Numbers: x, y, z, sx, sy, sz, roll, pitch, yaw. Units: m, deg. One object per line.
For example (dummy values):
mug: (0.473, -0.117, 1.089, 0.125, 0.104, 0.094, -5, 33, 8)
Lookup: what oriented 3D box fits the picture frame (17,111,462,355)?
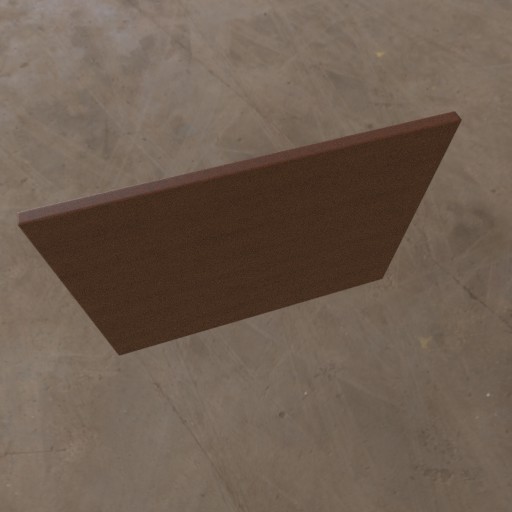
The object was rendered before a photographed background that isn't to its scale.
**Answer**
picture frame: (0.000, 0.000, 1.711, 1.329, 1.018, 0.045, -15, 59, -9)
